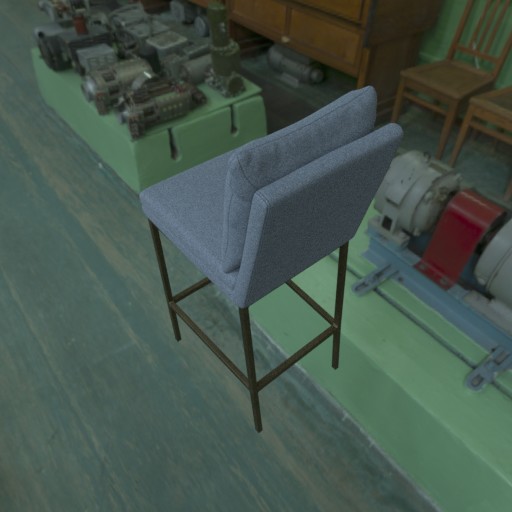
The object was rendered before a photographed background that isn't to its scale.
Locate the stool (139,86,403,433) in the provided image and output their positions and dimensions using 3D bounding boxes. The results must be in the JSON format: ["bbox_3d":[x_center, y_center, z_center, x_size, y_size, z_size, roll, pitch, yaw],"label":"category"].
[{"bbox_3d":[0.000,0.000,1.427,0.463,1.130,0.569,-31,53,-27],"label":"stool"}]
